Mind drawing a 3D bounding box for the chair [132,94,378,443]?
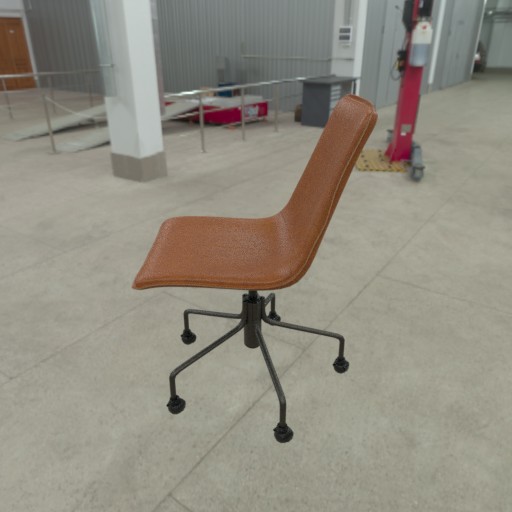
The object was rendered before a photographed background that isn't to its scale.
[{"bbox_3d":[0.000,0.000,1.372,0.660,0.920,0.651,0,26,0],"label":"chair"}]
